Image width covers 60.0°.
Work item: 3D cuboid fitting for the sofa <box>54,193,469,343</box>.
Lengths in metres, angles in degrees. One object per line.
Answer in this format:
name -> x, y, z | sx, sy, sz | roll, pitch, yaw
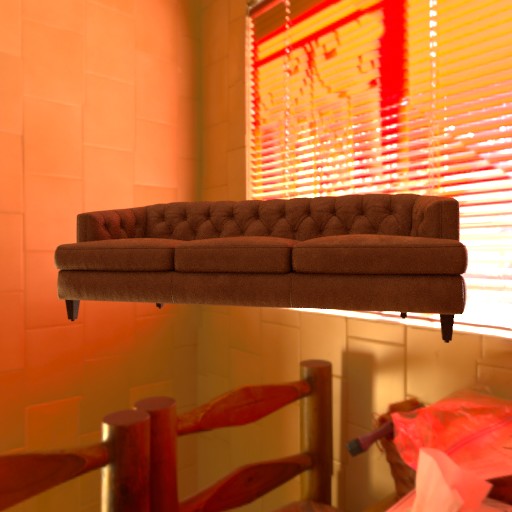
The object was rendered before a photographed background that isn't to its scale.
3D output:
sofa -> 0.000, 0.000, 2.701 | 2.257, 0.791, 0.922 | 0, 0, 18
